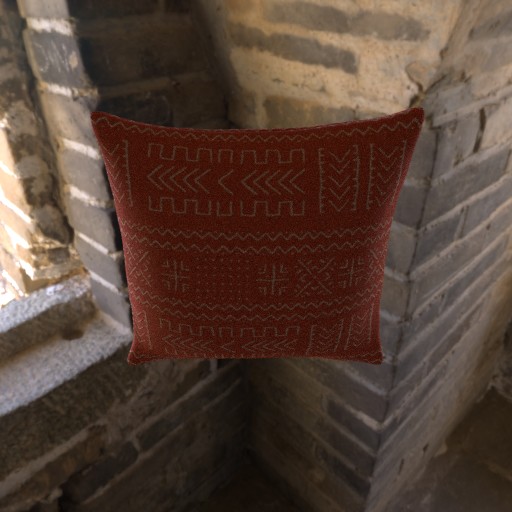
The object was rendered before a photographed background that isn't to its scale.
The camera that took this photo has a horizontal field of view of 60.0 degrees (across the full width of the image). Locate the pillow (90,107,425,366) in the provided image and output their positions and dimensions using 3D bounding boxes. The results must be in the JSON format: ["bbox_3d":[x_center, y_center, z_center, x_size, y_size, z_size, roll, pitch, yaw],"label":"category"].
[{"bbox_3d":[0.000,0.000,0.667,0.438,0.429,0.164,0,29,-1],"label":"pillow"}]
